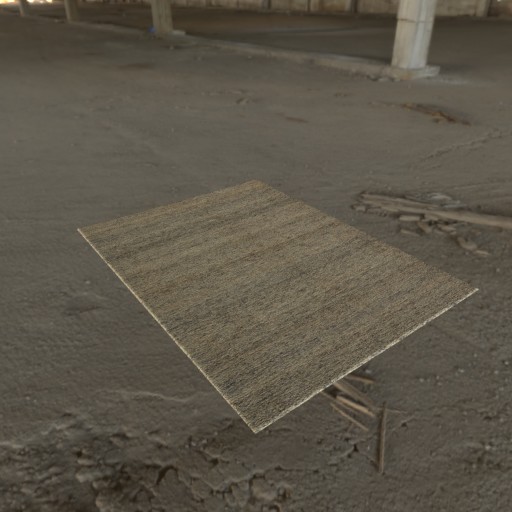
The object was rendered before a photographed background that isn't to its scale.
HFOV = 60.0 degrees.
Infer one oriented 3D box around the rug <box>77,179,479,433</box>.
[{"bbox_3d":[0.000,0.000,4.300,2.414,0.036,3.199,-21,37,-31],"label":"rug"}]
